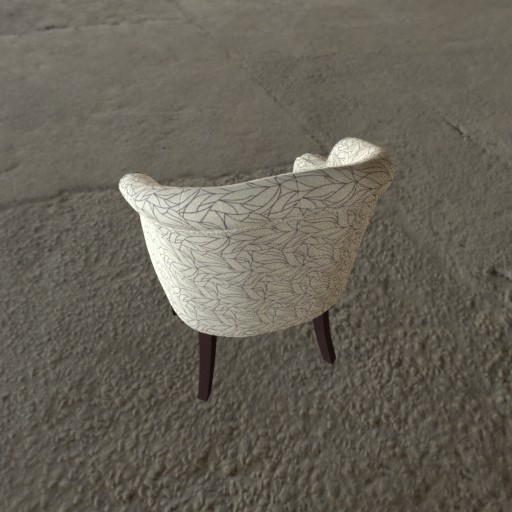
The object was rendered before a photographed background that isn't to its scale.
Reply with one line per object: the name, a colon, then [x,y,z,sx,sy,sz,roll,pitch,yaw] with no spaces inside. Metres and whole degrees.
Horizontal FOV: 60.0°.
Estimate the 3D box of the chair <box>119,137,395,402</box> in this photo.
chair: [0.000,0.000,1.335,0.686,0.858,0.613,-12,43,-14]
